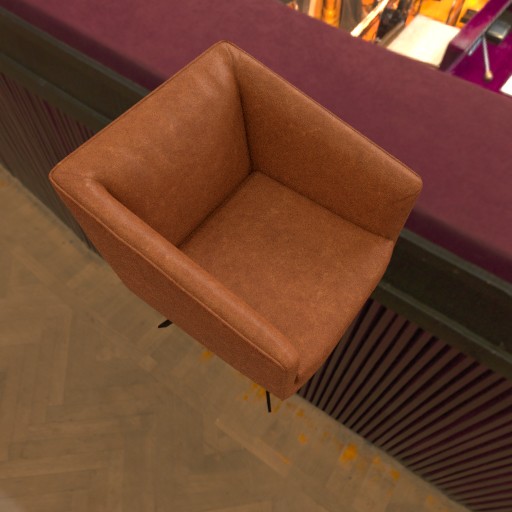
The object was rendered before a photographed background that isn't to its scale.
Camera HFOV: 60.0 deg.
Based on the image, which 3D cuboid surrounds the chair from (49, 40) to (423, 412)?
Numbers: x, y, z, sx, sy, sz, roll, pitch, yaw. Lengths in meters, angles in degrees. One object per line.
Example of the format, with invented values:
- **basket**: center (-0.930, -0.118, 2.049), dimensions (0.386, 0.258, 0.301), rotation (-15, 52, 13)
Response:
- **chair**: center (0.000, 0.000, 1.222), dimensions (0.625, 0.760, 0.588), rotation (32, 64, 18)
